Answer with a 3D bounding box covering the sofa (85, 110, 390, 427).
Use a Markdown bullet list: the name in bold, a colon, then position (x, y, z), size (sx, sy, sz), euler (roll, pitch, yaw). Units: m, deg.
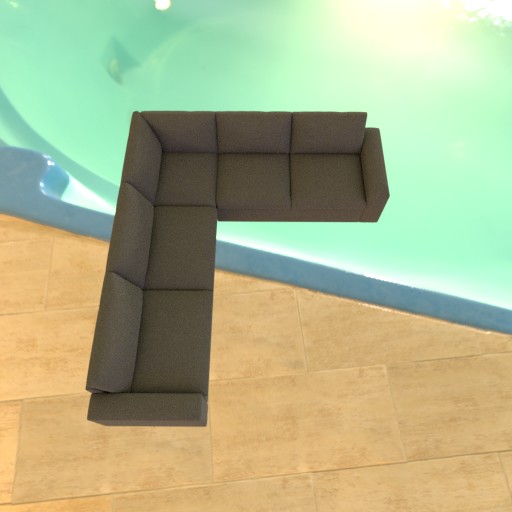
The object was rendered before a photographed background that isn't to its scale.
- **sofa**: position (0.000, 0.000, 4.624), size (2.895, 0.965, 3.277), euler (0, 64, 0)
